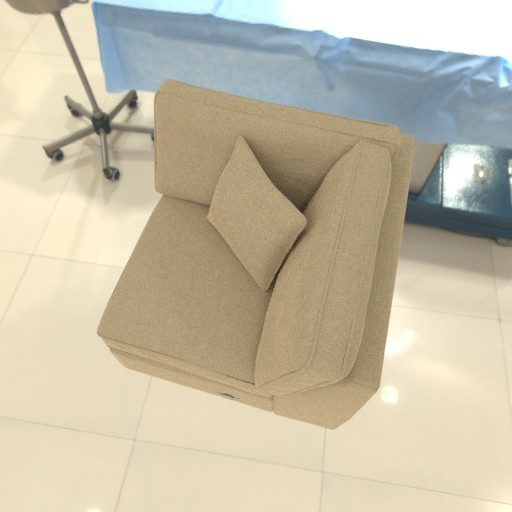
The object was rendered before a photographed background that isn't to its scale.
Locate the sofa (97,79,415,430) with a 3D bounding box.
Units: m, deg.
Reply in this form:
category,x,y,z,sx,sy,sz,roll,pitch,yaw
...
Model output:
category,x,y,z,sx,sy,sz,roll,pitch,yaw
sofa,0.000,0.000,1.940,1.084,1.002,1.146,14,61,8
